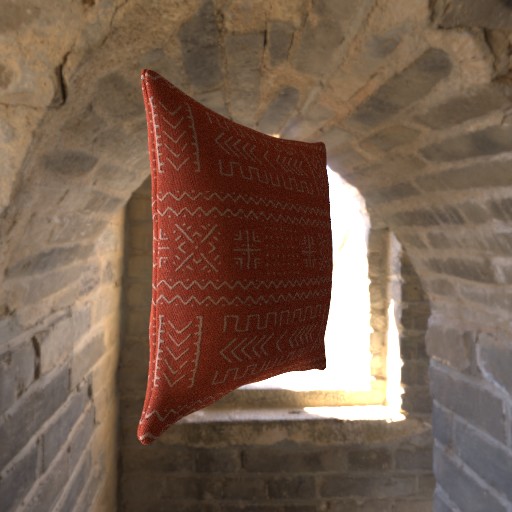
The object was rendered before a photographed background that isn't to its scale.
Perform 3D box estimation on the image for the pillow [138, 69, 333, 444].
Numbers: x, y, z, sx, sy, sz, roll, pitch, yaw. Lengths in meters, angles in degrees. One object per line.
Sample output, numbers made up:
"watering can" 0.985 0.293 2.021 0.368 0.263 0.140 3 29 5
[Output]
"pillow" 0.000 0.000 0.665 0.164 0.429 0.438 0 0 36
